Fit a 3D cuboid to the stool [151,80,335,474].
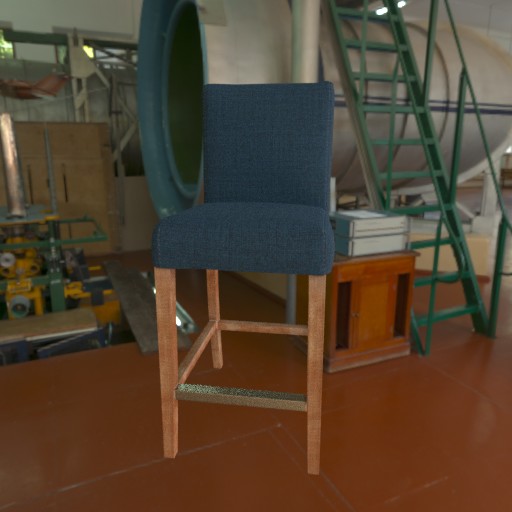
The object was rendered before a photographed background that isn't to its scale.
[{"bbox_3d":[0.000,0.000,1.329,0.454,1.039,0.567,2,14,9],"label":"stool"}]
